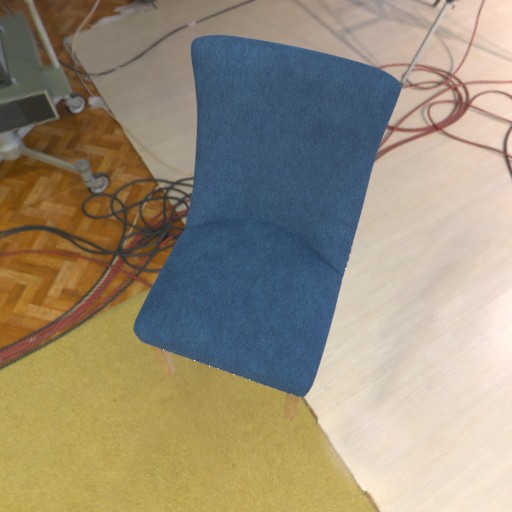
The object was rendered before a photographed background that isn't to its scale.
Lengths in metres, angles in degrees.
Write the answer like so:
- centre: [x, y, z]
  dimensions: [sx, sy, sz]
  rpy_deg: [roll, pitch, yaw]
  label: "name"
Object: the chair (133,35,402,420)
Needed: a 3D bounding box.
- centre: [0.000, 0.000, 1.221]
  dimensions: [0.495, 0.902, 0.610]
  rpy_deg: [17, 60, 10]
  label: "chair"
